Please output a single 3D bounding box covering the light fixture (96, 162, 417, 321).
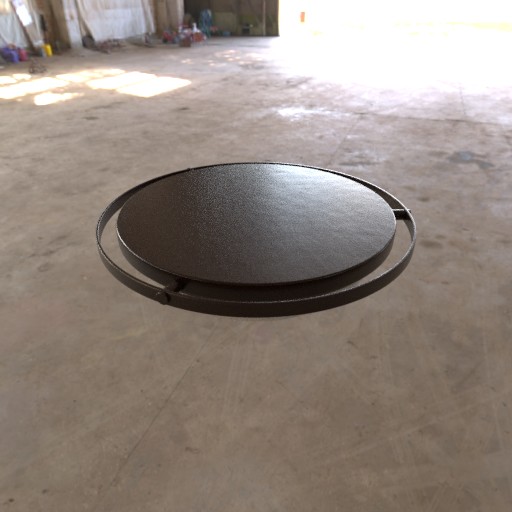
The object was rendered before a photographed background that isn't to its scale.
[{"bbox_3d":[0.000,0.000,0.552,0.361,0.130,0.361,0,31,0],"label":"light fixture"}]
